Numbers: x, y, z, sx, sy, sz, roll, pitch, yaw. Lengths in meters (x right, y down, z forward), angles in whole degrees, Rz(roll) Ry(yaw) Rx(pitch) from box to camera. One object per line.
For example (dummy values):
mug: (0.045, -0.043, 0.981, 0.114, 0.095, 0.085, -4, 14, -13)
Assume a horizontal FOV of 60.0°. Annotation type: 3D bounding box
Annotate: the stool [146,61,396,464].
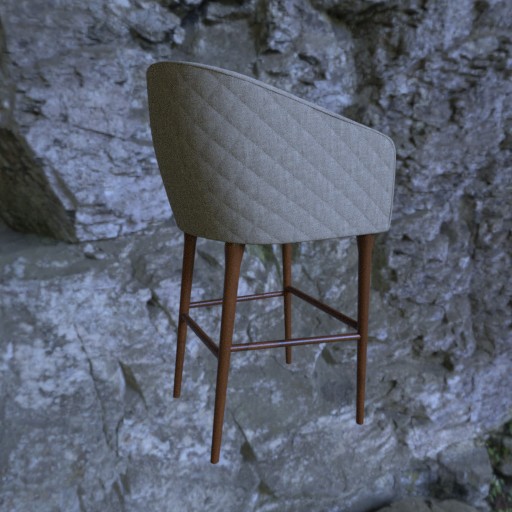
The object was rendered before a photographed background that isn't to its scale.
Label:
stool: (0.000, 0.000, 1.392, 0.607, 1.078, 0.559, -7, 16, -26)
